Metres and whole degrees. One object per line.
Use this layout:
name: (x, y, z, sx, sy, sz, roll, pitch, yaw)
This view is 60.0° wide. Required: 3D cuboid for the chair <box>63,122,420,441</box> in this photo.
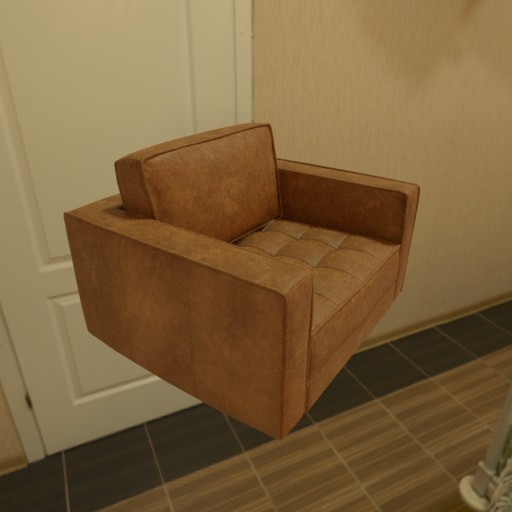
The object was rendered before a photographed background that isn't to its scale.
chair: (0.000, 0.000, 1.505, 0.798, 0.767, 0.928, 18, 32, 31)
